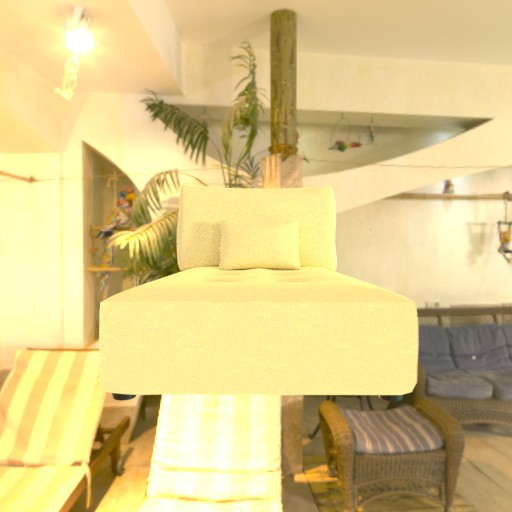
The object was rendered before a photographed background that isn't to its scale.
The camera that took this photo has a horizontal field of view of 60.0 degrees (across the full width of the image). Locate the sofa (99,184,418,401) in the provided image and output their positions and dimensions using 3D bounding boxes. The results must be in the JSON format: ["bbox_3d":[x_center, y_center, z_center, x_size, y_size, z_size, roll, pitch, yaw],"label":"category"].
[{"bbox_3d":[0.000,0.000,1.976,0.930,0.820,1.450,0,1,0],"label":"sofa"}]
